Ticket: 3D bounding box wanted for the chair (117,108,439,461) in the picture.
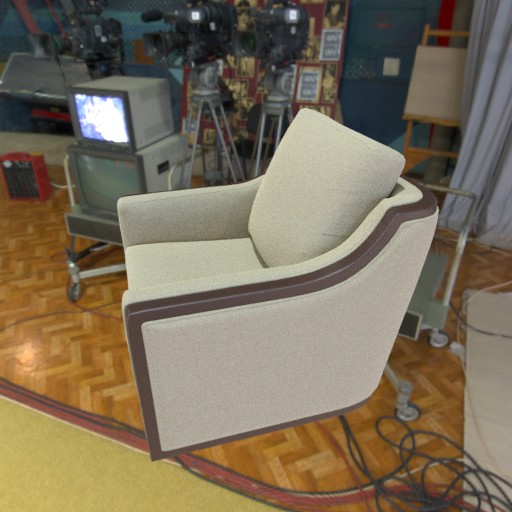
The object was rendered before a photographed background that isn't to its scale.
[{"bbox_3d":[0.000,0.000,1.638,0.950,0.930,0.870,-8,31,-14],"label":"chair"}]
